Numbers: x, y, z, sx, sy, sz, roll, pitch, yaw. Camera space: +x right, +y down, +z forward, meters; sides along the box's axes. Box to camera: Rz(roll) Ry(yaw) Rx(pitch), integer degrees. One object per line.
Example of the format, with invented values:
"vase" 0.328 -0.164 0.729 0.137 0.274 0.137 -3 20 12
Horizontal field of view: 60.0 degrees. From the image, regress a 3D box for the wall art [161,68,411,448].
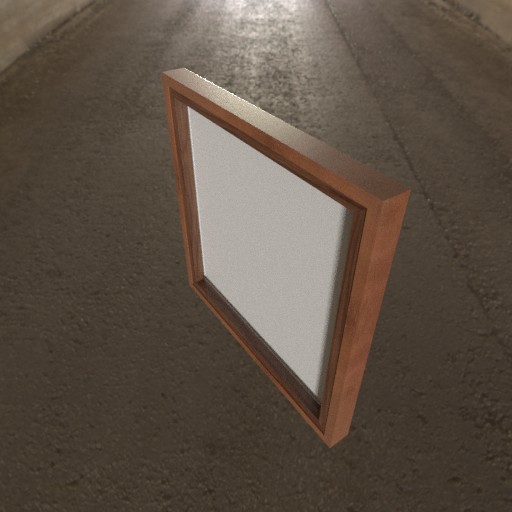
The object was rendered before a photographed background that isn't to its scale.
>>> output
"wall art" 0.000 0.000 0.620 0.035 0.403 0.403 -24 45 -26
